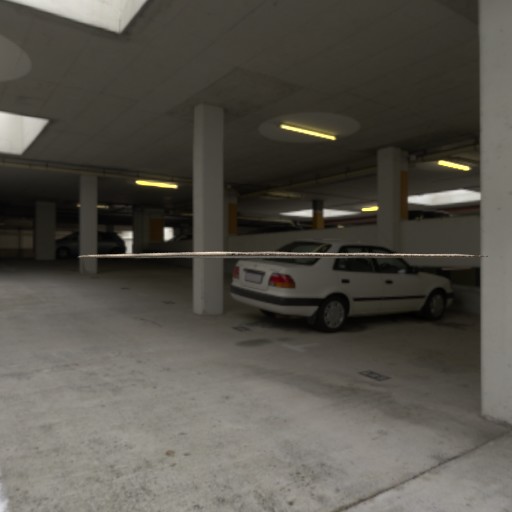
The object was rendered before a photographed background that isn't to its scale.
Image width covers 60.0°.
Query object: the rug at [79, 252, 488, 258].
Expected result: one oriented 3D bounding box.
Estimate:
[{"bbox_3d":[0.000,0.000,4.078,2.426,0.034,3.061,0,-1,-36],"label":"rug"}]
